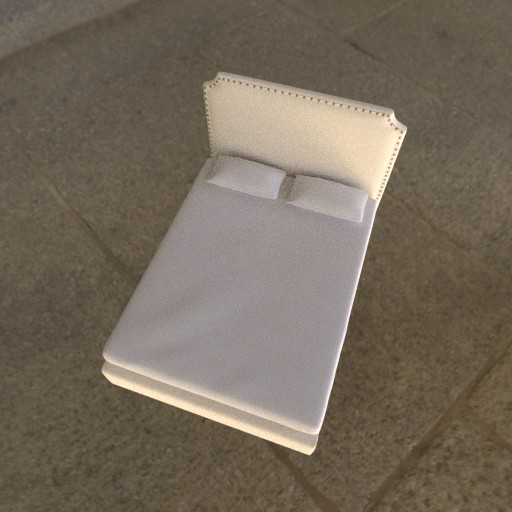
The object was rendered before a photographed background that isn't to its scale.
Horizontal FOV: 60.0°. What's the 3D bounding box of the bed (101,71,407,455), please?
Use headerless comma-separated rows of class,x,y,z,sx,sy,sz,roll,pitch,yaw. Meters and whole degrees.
bed,0.000,0.000,3.546,1.712,1.497,2.372,16,59,10
